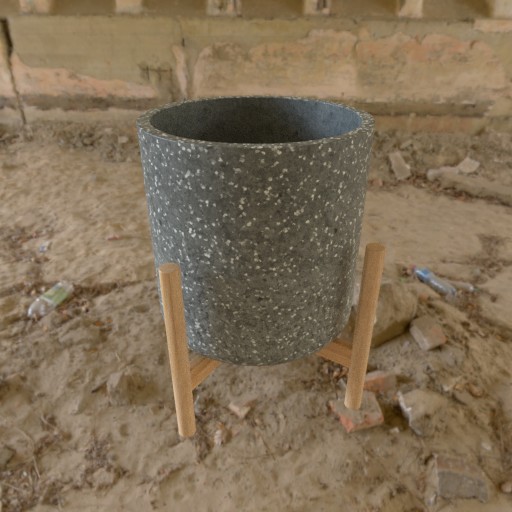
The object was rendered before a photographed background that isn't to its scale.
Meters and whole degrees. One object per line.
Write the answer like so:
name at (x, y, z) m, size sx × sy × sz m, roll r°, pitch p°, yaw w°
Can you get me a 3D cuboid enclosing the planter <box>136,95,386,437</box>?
planter at (0.000, 0.000, 0.679) m, size 0.360 × 0.419 × 0.360 m, roll -18°, pitch 34°, yaw -29°
